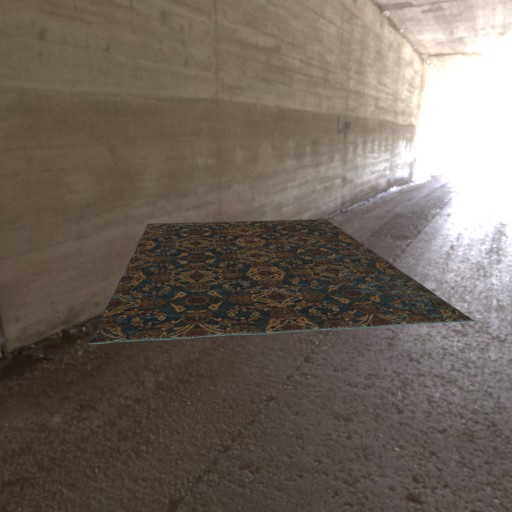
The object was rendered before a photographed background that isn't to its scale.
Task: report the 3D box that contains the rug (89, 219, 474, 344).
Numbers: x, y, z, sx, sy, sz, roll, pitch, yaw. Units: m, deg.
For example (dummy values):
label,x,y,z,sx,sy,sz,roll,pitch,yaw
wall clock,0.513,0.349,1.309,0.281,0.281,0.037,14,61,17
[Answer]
label,x,y,z,sx,sy,sz,roll,pitch,yaw
rug,0.000,0.000,4.203,2.337,0.013,3.291,-2,16,-7
